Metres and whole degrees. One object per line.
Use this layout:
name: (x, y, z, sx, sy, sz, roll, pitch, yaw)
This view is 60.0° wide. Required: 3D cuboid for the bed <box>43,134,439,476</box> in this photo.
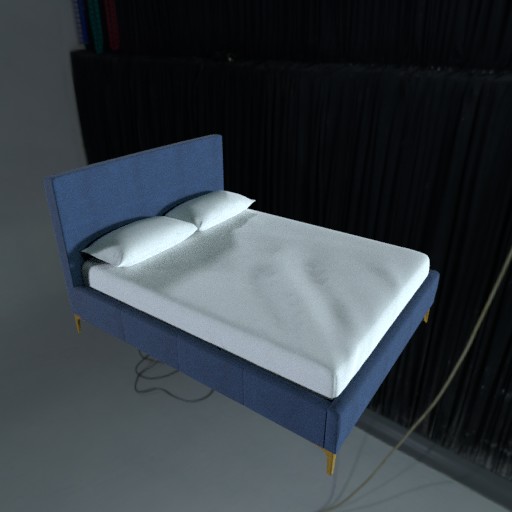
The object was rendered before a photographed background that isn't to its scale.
bed: (0.000, 0.000, 3.169, 2.172, 1.231, 1.723, 17, 31, 31)
